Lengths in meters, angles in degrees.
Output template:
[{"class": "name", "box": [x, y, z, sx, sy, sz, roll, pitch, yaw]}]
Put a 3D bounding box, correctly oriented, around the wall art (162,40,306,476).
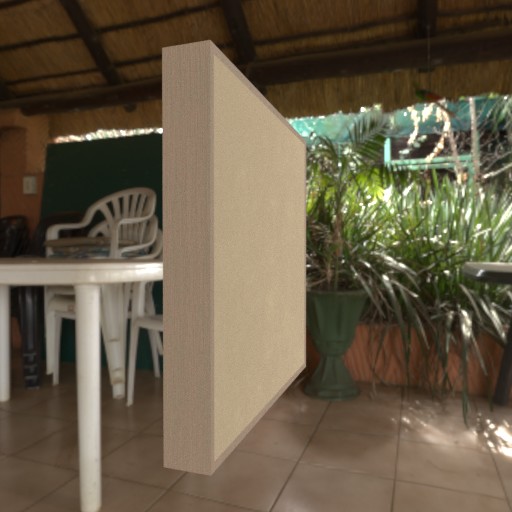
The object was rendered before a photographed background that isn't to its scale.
[{"class": "wall art", "box": [0.000, 0.000, 0.458, 0.038, 0.303, 0.304, 0, 1, 19]}]
